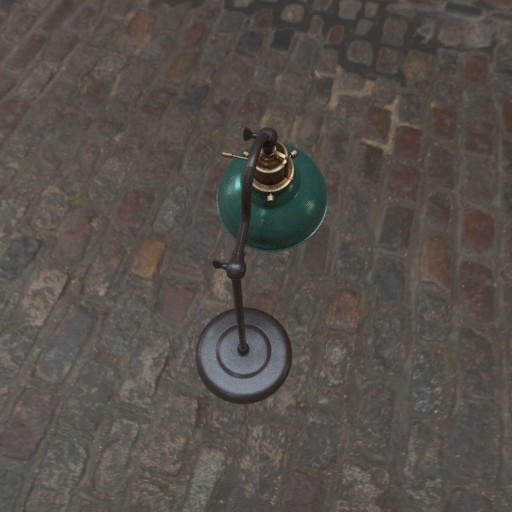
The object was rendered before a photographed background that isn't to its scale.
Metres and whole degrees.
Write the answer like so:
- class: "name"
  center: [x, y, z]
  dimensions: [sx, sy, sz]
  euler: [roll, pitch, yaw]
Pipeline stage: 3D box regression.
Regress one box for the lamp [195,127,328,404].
- class: "lamp"
  center: [0.000, 0.000, 0.697]
  dimensions: [0.192, 0.508, 0.374]
  euler: [14, 63, 7]
